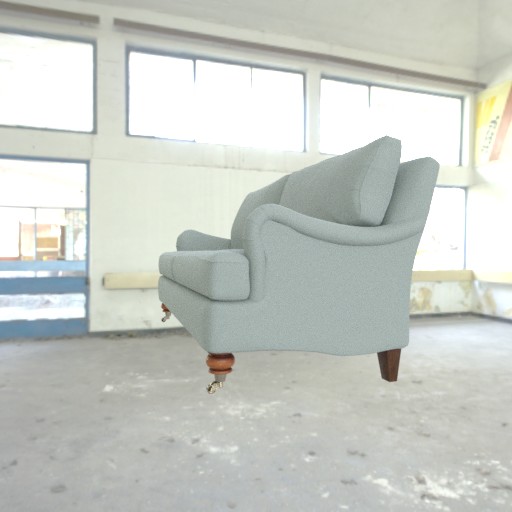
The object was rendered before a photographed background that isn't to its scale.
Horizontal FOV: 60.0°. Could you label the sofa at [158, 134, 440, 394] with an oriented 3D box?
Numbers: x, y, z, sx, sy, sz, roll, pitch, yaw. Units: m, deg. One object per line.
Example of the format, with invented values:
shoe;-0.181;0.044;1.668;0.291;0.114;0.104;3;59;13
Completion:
sofa;0.000;0.000;2.826;1.069;1.096;2.193;0;0;-17
